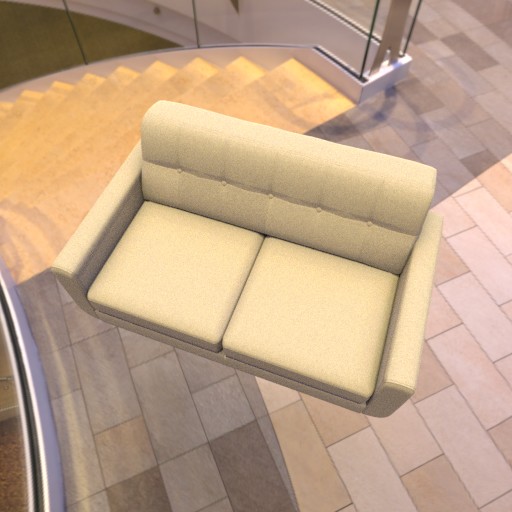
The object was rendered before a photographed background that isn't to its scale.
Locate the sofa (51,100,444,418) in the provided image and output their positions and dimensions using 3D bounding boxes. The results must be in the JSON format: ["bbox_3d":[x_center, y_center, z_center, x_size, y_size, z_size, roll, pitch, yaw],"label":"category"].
[{"bbox_3d":[0.000,0.000,2.221,1.655,0.892,0.980,17,59,10],"label":"sofa"}]
